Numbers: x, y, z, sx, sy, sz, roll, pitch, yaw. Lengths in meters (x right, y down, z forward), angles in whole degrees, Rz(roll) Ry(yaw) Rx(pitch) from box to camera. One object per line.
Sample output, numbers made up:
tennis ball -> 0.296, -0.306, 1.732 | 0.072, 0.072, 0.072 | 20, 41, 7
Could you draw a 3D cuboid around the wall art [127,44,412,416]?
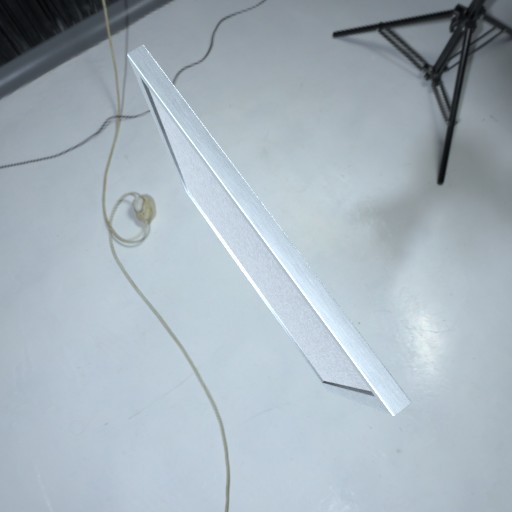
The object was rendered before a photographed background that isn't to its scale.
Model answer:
wall art -> 0.000, 0.000, 0.755 | 0.028, 0.457, 0.556 | -34, 79, -8
